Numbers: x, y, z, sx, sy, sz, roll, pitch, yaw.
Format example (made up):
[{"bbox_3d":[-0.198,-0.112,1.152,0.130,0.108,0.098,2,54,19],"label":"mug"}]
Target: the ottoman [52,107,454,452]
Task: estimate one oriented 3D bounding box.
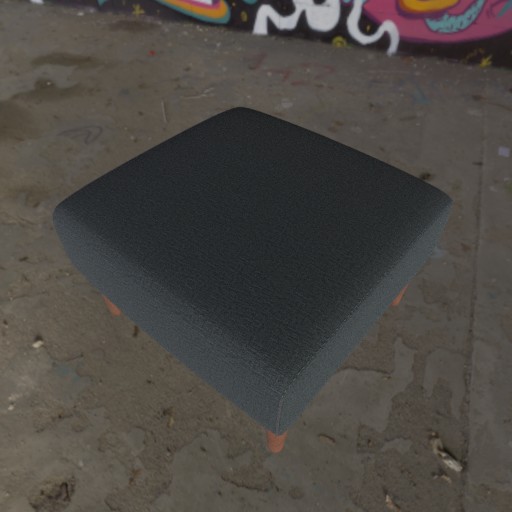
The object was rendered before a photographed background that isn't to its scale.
[{"bbox_3d":[0.000,0.000,1.074,0.650,0.398,0.649,32,54,27],"label":"ottoman"}]
